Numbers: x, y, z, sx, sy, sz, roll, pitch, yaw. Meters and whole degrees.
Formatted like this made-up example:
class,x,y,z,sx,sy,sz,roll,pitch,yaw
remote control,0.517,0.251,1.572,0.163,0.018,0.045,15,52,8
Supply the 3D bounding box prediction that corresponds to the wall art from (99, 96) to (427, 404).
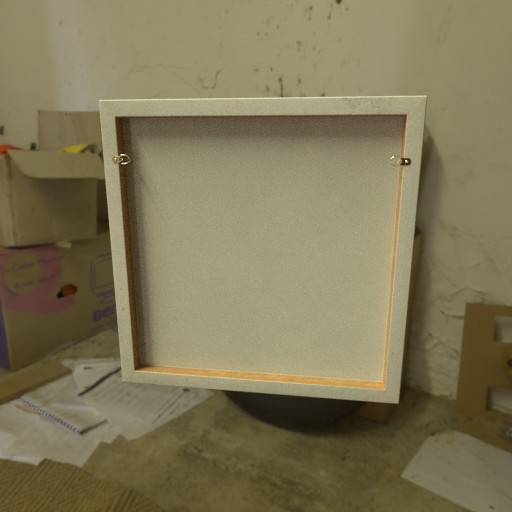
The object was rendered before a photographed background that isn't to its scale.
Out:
class,x,y,z,sx,sy,sz,roll,pitch,yaw
wall art,0.000,0.000,0.911,0.612,0.612,0.040,2,15,8
